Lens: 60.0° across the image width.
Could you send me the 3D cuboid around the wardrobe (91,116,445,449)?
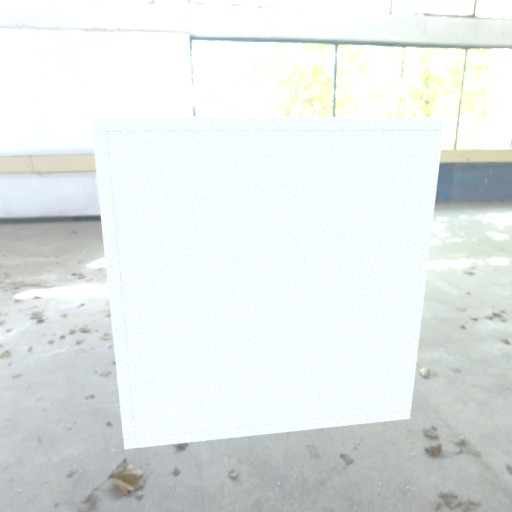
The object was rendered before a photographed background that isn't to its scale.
[{"bbox_3d":[0.000,0.000,0.878,0.500,0.520,0.400,-3,17,-9],"label":"wardrobe"}]
